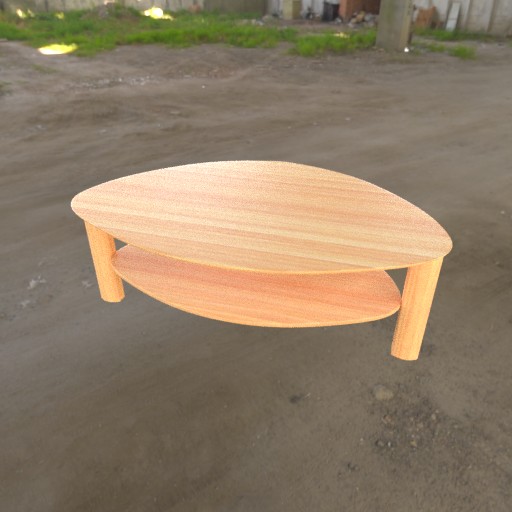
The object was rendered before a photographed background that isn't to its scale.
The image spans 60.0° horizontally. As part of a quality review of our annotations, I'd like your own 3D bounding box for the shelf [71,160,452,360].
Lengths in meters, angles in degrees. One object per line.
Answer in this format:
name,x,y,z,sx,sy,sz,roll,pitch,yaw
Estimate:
shelf,0.000,0.000,1.634,1.246,0.440,0.845,9,32,14
